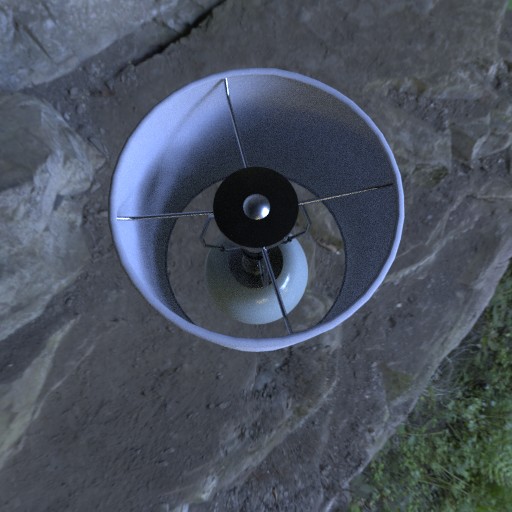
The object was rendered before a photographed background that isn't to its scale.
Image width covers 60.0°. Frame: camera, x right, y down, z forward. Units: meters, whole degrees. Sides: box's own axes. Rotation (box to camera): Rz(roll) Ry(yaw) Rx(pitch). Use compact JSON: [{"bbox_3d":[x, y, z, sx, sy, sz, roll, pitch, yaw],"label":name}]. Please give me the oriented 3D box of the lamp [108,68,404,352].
[{"bbox_3d":[0.000,0.000,0.471,0.201,0.353,0.201,-37,79,-8],"label":"lamp"}]
